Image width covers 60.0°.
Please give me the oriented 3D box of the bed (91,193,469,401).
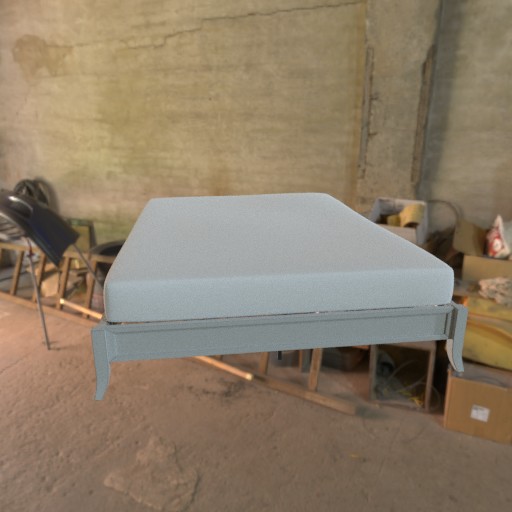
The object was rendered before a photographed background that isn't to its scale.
[{"bbox_3d":[0.000,0.000,2.810,1.604,0.510,2.108,-2,17,-7],"label":"bed"}]
